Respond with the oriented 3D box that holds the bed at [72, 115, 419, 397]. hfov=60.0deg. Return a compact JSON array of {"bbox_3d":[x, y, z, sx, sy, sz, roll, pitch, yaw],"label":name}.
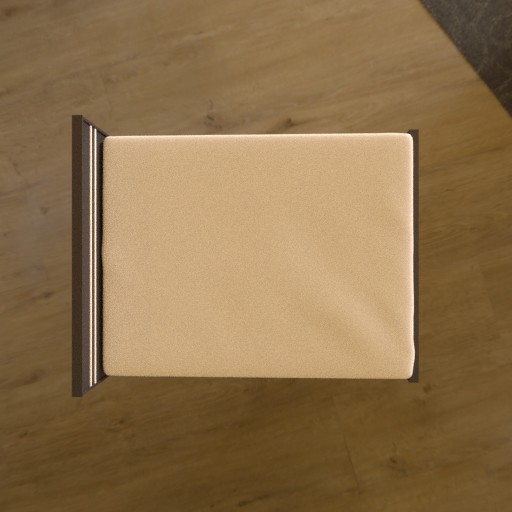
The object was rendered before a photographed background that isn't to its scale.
[{"bbox_3d":[0.000,0.000,2.929,2.103,0.808,1.634,0,90,2],"label":"bed"}]
